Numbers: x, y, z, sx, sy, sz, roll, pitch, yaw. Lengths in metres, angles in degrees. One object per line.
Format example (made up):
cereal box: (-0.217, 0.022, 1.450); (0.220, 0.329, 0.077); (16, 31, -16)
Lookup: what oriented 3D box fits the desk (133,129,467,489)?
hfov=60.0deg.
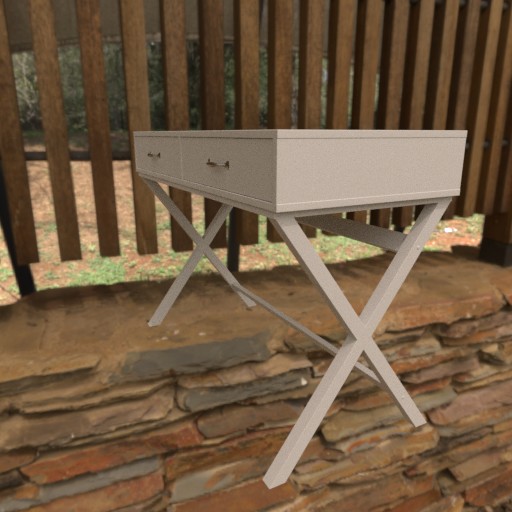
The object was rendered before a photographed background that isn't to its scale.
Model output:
desk: (0.000, 0.000, 1.441); (0.525, 0.780, 1.057); (-8, 17, -27)
